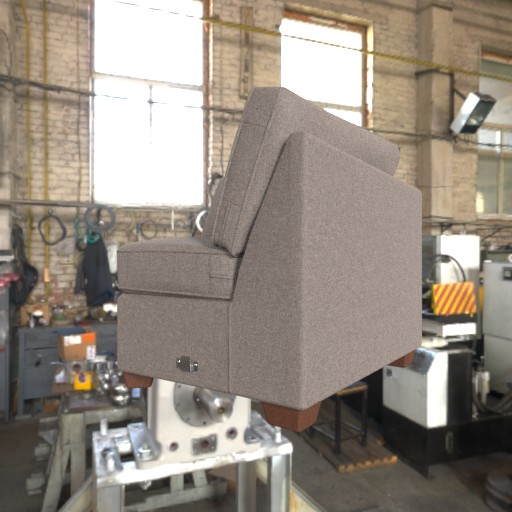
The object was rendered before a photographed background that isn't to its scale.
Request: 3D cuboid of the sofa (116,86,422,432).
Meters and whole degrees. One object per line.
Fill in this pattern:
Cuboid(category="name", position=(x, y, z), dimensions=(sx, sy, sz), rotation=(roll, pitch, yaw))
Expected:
Cuboid(category="sofa", position=(0.000, 0.000, 1.831), dimensions=(1.050, 0.951, 1.042), rotation=(0, 0, 36))
